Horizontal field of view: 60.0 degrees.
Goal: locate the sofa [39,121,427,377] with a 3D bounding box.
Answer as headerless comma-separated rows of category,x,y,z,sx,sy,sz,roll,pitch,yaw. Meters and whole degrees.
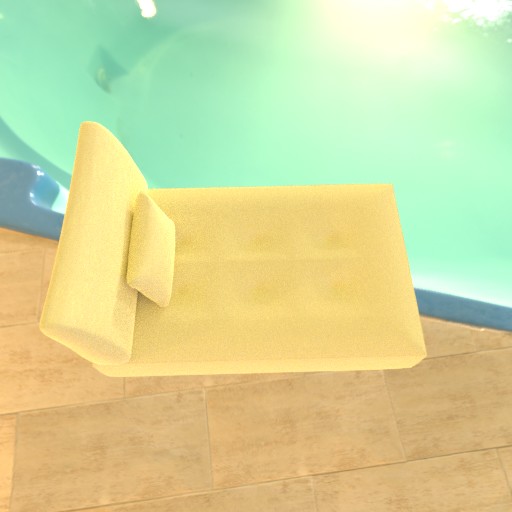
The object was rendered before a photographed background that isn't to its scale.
sofa,0.000,0.000,1.981,1.450,0.820,0.930,-1,63,-1
